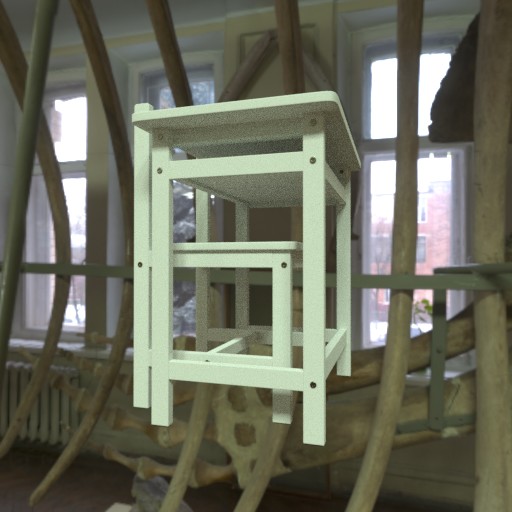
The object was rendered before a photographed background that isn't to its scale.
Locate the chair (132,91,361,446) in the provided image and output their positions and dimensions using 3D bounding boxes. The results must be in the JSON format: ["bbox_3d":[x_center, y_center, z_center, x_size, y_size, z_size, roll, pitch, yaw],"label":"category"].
[{"bbox_3d":[0.000,0.000,1.078,0.461,0.673,0.599,0,-1,17],"label":"chair"}]
